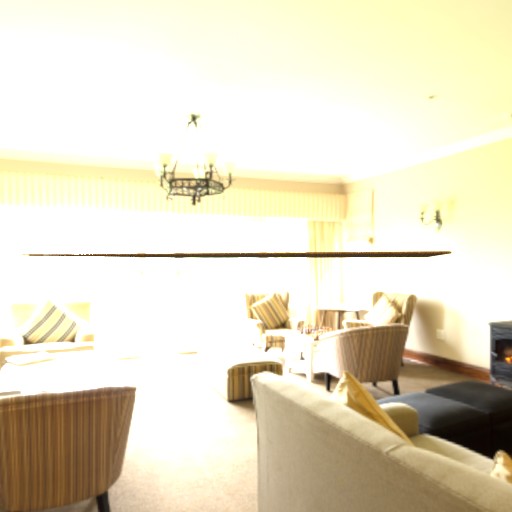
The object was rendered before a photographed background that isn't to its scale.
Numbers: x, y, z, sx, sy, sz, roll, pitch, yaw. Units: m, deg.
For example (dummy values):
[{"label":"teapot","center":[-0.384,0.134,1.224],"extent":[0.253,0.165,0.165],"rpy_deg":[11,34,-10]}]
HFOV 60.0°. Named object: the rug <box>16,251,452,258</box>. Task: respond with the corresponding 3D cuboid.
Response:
[{"label":"rug","center":[0.000,0.000,4.046],"extent":[3.050,0.016,2.441],"rpy_deg":[0,-1,18]}]
